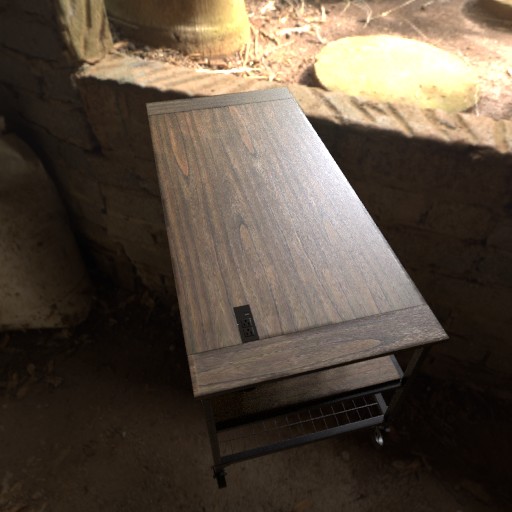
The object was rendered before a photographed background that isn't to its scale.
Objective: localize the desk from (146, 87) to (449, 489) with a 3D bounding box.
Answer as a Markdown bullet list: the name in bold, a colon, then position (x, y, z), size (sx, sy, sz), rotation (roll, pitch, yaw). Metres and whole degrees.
- **desk**: position (0.000, 0.000, 1.958), size (0.711, 0.751, 1.590), rotation (-10, 47, -10)
